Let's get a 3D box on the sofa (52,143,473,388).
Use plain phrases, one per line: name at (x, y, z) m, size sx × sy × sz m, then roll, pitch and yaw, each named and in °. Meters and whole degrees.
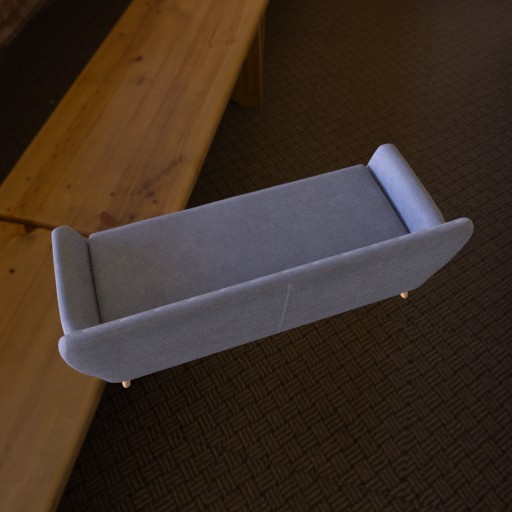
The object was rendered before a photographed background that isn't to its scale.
sofa at (0.000, 0.000, 2.375) m, size 1.970 × 0.830 × 0.830 m, roll -16°, pitch 59°, yaw -10°
